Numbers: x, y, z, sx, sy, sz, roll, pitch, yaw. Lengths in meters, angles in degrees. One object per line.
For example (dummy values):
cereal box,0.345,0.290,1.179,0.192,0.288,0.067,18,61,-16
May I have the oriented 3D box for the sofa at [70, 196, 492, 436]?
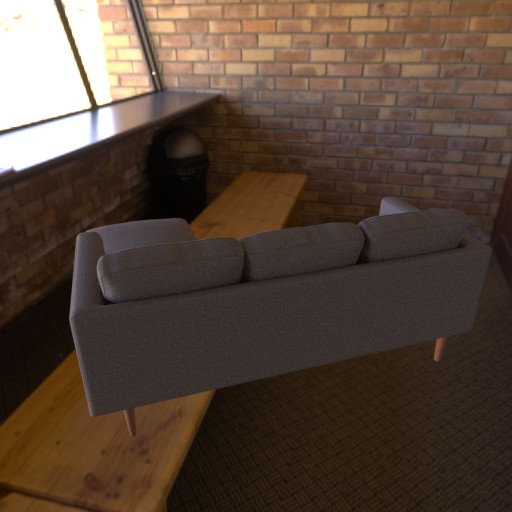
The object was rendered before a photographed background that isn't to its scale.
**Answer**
sofa,0.000,0.000,2.752,2.031,0.897,1.591,-8,27,-16
